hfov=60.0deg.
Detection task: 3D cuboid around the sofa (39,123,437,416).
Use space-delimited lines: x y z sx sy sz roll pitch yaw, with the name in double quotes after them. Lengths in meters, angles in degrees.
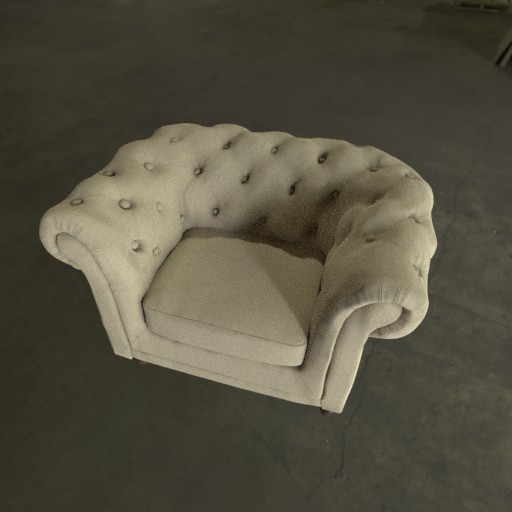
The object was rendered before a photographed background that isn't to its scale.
0.000 0.000 2.013 1.405 0.878 1.034 12 42 13 "sofa"
